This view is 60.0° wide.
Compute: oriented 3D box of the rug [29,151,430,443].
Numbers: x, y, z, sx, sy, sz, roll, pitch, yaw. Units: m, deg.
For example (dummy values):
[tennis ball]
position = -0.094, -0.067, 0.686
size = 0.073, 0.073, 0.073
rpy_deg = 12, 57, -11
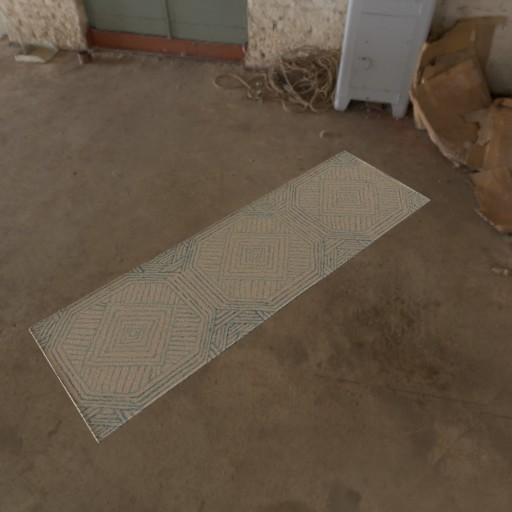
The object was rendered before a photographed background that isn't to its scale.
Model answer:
[rug]
position = 0.000, 0.000, 2.642
size = 2.452, 0.012, 0.775
rpy_deg = -32, 55, -26
